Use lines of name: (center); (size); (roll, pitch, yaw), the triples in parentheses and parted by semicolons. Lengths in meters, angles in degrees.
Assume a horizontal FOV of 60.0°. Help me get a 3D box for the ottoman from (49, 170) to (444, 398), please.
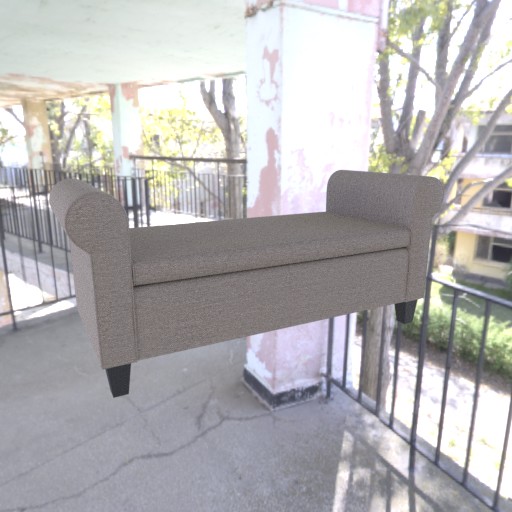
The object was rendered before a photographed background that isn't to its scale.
ottoman: (0.000, 0.000, 1.560); (1.256, 0.547, 0.521); (-7, 16, -27)
